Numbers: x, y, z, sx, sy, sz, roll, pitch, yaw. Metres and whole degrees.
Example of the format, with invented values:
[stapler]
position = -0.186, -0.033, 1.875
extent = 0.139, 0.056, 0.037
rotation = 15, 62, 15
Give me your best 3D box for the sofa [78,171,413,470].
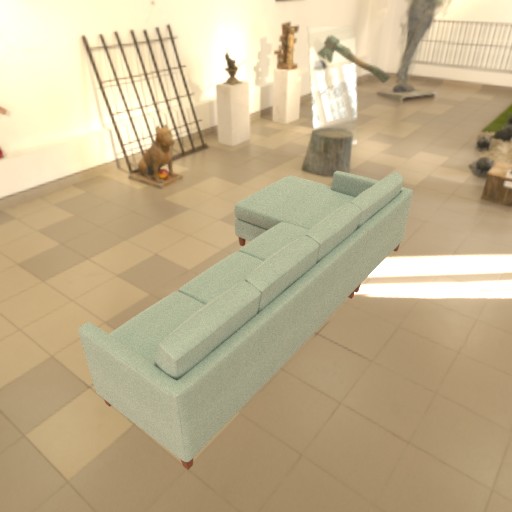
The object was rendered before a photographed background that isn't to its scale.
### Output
[sofa]
position = 0.000, 0.000, 4.086
extent = 1.600, 0.953, 3.470
rotation = 23, 39, 31
